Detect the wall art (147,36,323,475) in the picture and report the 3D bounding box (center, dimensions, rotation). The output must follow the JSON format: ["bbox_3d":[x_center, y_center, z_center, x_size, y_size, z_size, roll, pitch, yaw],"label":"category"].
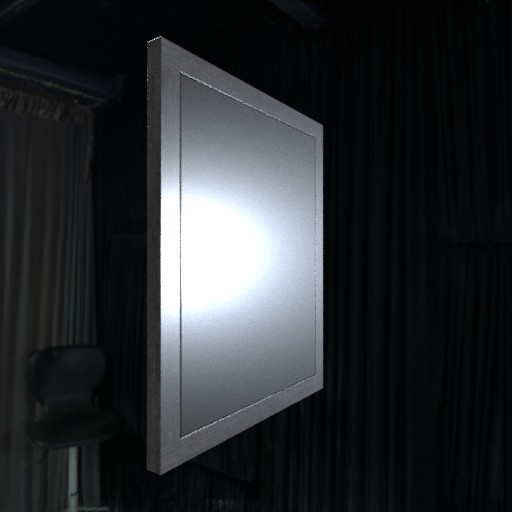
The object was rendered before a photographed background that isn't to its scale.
[{"bbox_3d":[0.000,0.000,0.790,0.027,0.580,0.479,0,0,35],"label":"wall art"}]
